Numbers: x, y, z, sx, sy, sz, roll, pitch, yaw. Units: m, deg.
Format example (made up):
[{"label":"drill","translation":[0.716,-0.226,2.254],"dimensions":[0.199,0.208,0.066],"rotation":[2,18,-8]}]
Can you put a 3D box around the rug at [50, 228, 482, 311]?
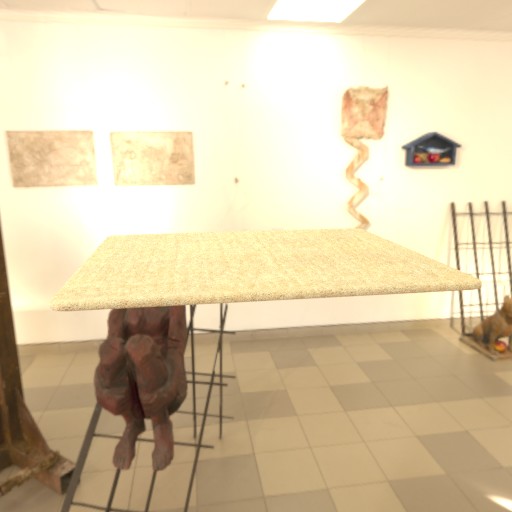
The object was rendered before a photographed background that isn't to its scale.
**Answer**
[{"label":"rug","translation":[0.000,0.000,3.443],"dimensions":[2.528,0.048,2.009],"rotation":[-2,13,-9]}]
